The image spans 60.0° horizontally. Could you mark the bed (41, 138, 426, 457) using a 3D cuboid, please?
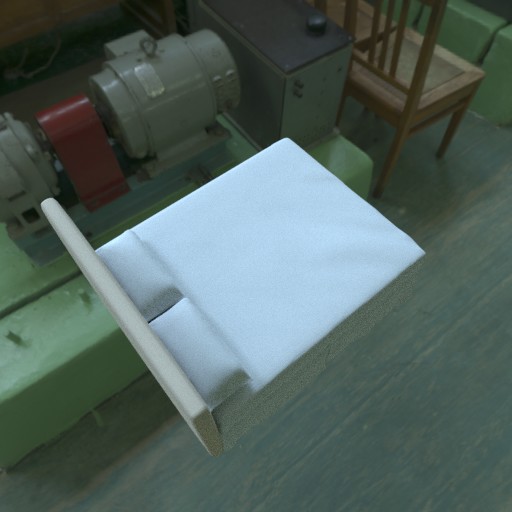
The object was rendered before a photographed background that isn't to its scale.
[{"bbox_3d":[0.000,0.000,3.300,2.142,1.330,1.748,-35,64,-19],"label":"bed"}]
